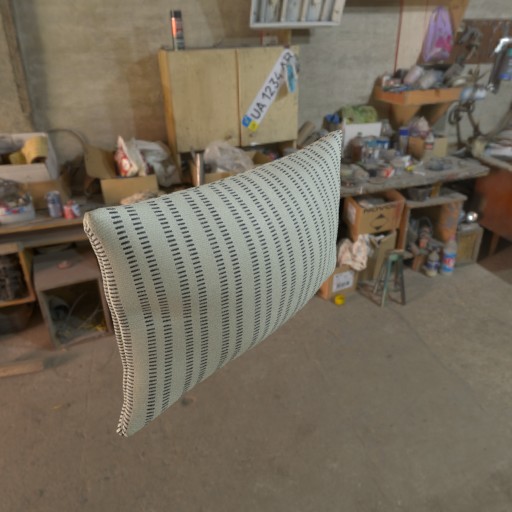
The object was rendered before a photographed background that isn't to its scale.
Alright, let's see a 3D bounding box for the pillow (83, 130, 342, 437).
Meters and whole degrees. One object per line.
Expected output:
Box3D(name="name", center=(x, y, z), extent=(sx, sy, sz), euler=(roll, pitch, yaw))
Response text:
Box3D(name="pillow", center=(0.000, 0.000, 0.797), extent=(0.210, 0.353, 0.640), euler=(18, 31, 32))
